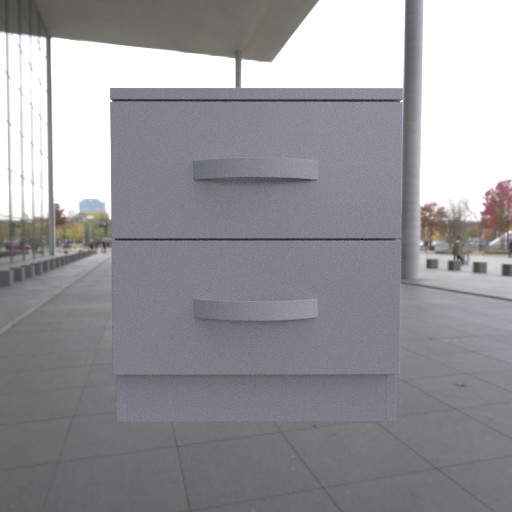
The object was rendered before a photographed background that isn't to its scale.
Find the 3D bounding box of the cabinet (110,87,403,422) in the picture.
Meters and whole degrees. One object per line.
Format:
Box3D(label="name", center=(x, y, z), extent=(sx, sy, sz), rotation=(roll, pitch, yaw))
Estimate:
Box3D(label="cabinet", center=(0.000, 0.000, 0.766), extent=(0.400, 0.470, 0.360), rotation=(0, 2, 0))
